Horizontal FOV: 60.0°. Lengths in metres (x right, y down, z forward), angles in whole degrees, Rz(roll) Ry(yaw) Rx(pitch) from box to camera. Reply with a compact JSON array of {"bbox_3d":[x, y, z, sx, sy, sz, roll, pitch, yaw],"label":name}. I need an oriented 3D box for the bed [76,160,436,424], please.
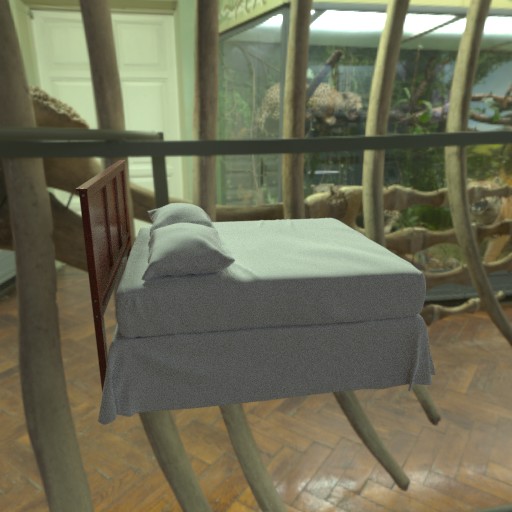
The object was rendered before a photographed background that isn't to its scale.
[{"bbox_3d":[0.000,0.000,3.246,2.050,1.270,1.870,-3,17,-9],"label":"bed"}]
